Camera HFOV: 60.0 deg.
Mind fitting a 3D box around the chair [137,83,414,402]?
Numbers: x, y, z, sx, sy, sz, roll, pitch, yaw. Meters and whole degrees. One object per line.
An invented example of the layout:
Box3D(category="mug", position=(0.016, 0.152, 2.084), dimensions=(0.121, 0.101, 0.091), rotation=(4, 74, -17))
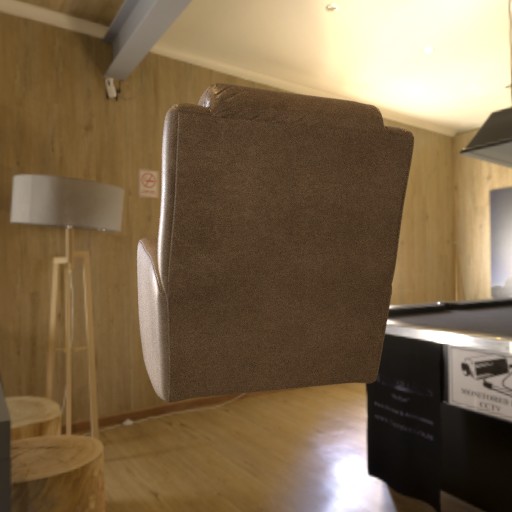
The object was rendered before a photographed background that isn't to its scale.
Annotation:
Box3D(category="chair", position=(0.000, 0.000, 1.943), dimensions=(0.965, 1.116, 1.068), rotation=(0, -1, -18))
